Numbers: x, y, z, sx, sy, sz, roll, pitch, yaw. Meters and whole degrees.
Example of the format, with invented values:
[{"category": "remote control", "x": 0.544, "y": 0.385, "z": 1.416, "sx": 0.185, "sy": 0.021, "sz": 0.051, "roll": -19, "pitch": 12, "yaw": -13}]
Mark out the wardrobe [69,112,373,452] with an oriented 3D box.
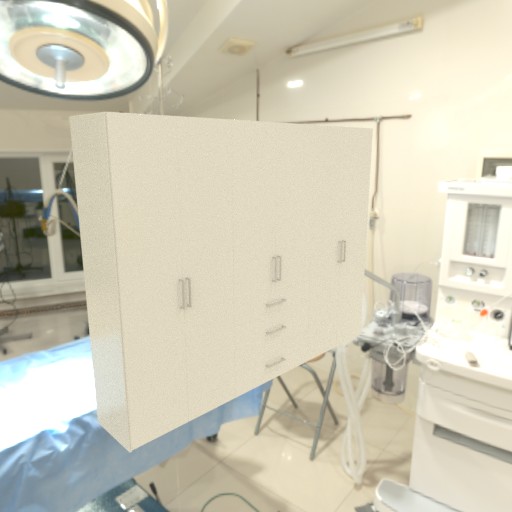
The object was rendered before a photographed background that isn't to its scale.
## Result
[{"category": "wardrobe", "x": 0.000, "y": 0.000, "z": 4.118, "sx": 3.000, "sy": 2.360, "sz": 0.580, "roll": -13, "pitch": 18, "yaw": -43}]
